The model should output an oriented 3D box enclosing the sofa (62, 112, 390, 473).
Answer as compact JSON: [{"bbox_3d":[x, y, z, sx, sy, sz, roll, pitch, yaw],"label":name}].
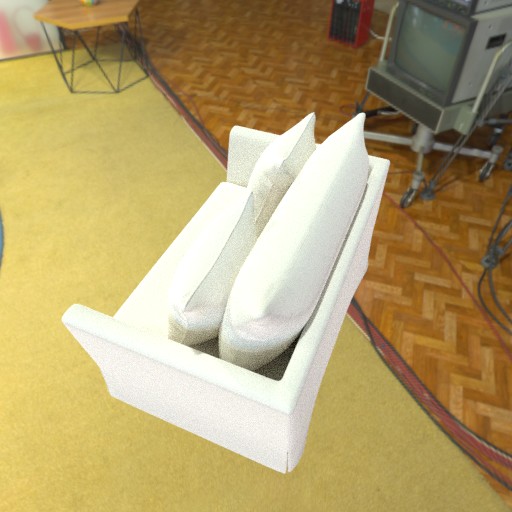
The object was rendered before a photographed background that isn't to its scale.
[{"bbox_3d":[0.000,0.000,2.252,1.026,1.039,1.608,17,48,16],"label":"sofa"}]
